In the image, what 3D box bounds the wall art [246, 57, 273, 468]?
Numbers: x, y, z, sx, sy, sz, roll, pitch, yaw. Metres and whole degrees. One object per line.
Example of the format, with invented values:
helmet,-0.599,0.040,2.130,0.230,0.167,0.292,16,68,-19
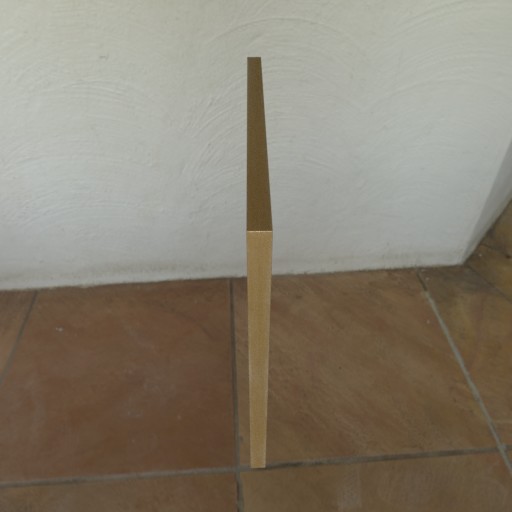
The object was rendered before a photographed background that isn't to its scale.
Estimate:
wall art,0.000,0.000,1.160,0.037,0.760,0.762,-1,41,-1
